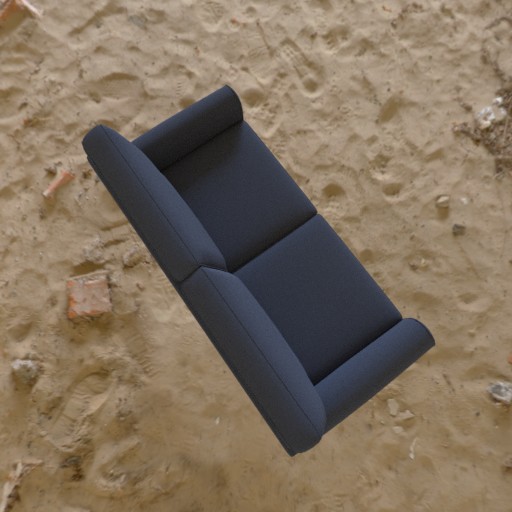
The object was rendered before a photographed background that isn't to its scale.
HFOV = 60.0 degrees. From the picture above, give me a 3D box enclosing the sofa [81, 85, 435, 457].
[{"bbox_3d":[0.000,0.000,2.528,0.940,1.020,1.930,-35,78,-9],"label":"sofa"}]
